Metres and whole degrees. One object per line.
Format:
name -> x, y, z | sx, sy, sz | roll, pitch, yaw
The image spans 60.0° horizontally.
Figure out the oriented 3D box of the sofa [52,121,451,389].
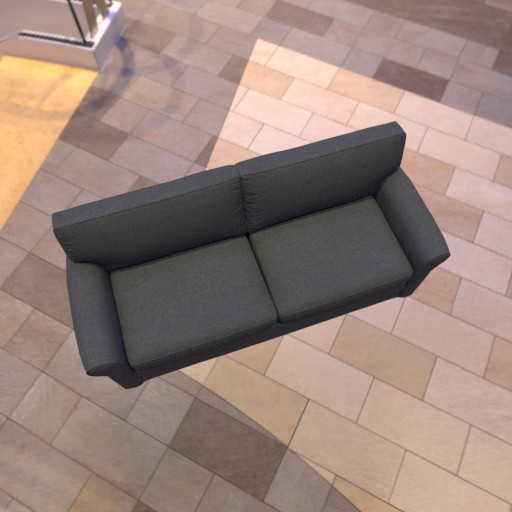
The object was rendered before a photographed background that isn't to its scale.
sofa -> 0.000, 0.000, 2.956 | 2.391, 1.026, 0.954 | -17, 64, -8
